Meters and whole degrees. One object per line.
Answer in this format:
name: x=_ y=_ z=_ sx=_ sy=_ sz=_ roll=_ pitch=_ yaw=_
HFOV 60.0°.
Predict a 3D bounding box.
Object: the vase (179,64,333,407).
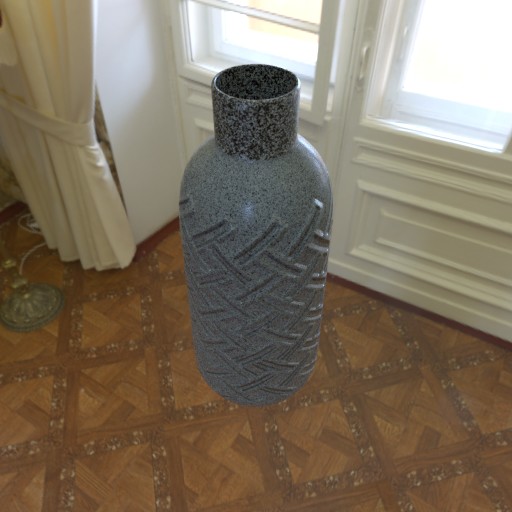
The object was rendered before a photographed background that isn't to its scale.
vase: x=0.000 y=0.000 z=0.352 sx=0.122 sy=0.282 sz=0.122 roll=0 pitch=45 yaw=0
